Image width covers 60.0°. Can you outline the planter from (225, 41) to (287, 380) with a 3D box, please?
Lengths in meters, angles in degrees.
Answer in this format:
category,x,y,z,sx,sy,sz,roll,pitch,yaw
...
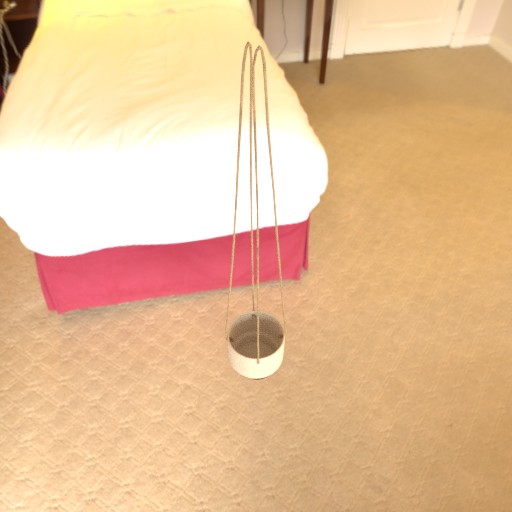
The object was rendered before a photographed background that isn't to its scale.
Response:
category,x,y,z,sx,sy,sz,roll,pitch,yaw
planter,0.000,0.000,0.908,0.146,0.841,0.146,32,55,26
